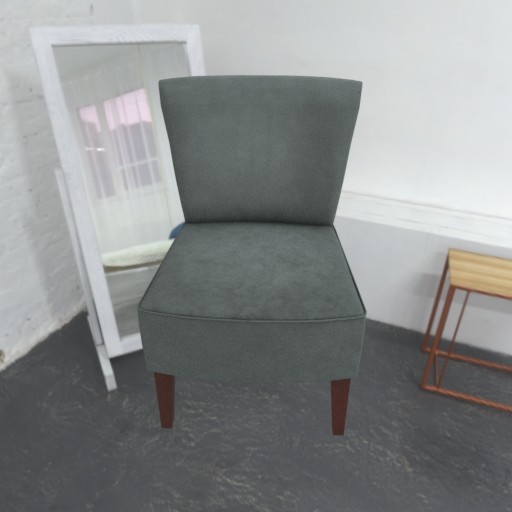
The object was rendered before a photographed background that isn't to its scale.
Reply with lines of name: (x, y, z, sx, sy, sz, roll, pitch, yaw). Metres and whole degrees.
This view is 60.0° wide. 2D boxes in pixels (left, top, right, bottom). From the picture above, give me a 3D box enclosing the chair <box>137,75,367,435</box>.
chair: (0.000, 0.000, 1.151, 0.521, 0.806, 0.554, 1, 31, 2)
